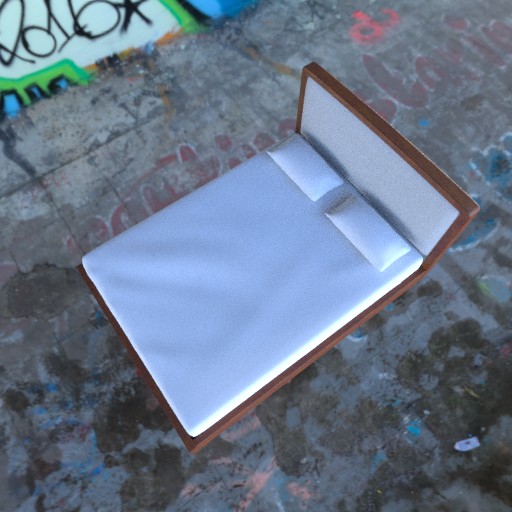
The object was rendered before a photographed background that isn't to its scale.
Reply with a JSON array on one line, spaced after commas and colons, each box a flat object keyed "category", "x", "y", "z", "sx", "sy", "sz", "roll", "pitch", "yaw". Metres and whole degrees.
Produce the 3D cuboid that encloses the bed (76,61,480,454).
[{"category": "bed", "x": 0.000, "y": 0.000, "z": 3.194, "sx": 2.196, "sy": 1.275, "sz": 1.587, "roll": -33, "pitch": 68, "yaw": -15}]
